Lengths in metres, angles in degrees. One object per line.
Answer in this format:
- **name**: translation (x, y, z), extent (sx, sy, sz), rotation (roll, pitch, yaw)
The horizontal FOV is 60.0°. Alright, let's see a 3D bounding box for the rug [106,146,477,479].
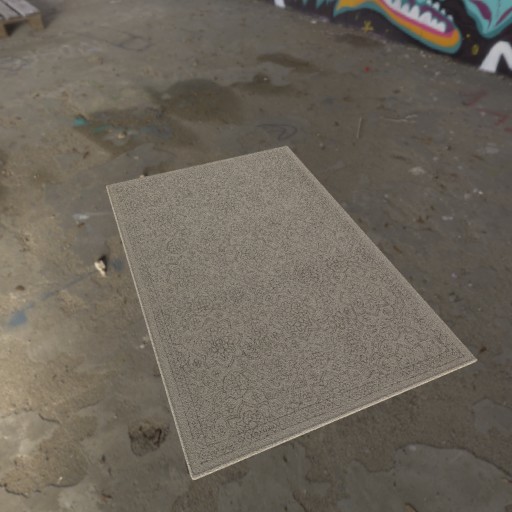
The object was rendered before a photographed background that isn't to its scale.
- **rug**: translation (0.000, 0.000, 2.257), extent (1.219, 0.010, 1.829), rotation (-16, 47, -16)
